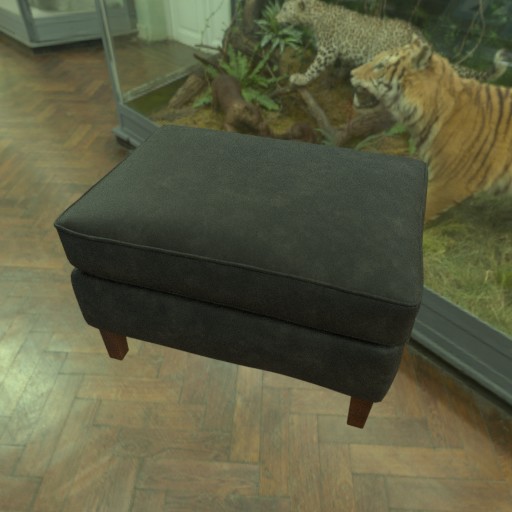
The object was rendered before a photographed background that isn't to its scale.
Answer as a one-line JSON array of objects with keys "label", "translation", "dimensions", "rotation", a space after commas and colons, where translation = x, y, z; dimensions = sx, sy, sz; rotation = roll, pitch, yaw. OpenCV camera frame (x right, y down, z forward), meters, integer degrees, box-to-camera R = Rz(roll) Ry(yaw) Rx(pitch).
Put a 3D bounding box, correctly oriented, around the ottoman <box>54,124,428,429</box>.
[{"label": "ottoman", "translation": [0.000, 0.000, 0.994], "dimensions": [0.665, 0.413, 0.501], "rotation": [12, 42, 13]}]
